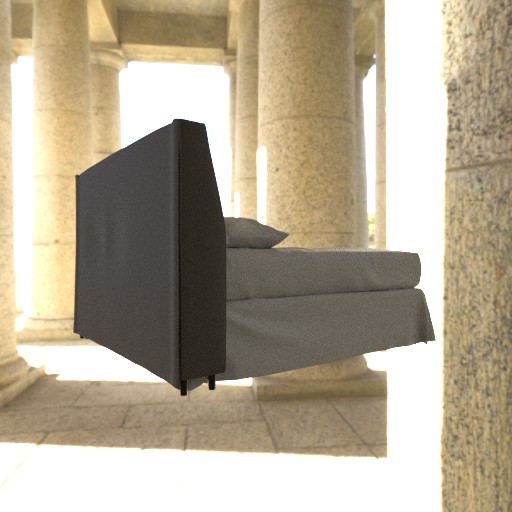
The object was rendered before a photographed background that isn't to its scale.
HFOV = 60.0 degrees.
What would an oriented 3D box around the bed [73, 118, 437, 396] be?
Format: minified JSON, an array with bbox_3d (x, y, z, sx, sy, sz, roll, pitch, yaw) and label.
[{"bbox_3d":[0.000,0.000,3.476,2.276,1.332,1.925,0,0,-36],"label":"bed"}]
